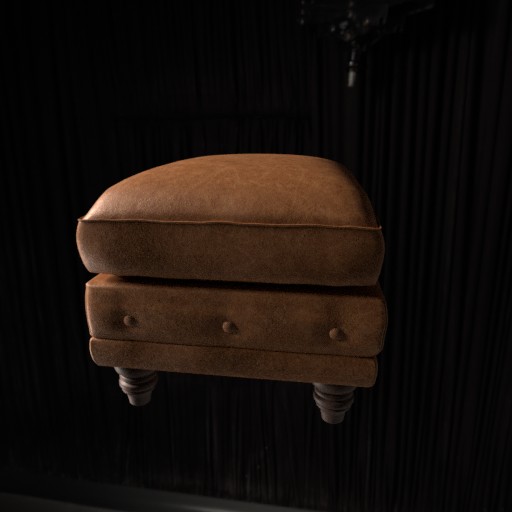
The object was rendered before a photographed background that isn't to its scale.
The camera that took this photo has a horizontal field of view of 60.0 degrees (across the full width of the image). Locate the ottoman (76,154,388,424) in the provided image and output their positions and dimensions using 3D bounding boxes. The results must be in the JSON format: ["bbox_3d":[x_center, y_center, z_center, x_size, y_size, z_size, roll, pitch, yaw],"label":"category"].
[{"bbox_3d":[0.000,0.000,1.079,0.533,0.480,0.710,2,16,8],"label":"ottoman"}]
